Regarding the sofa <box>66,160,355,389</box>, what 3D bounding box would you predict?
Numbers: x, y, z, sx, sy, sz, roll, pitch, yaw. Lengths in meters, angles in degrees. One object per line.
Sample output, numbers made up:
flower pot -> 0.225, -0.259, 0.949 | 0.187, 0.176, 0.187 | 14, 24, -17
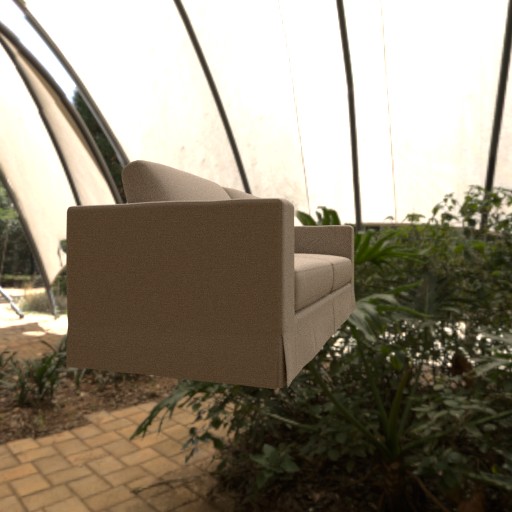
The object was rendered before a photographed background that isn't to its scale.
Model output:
sofa -> 0.000, 0.000, 2.682 | 0.954, 0.881, 2.163 | 0, 1, 19
